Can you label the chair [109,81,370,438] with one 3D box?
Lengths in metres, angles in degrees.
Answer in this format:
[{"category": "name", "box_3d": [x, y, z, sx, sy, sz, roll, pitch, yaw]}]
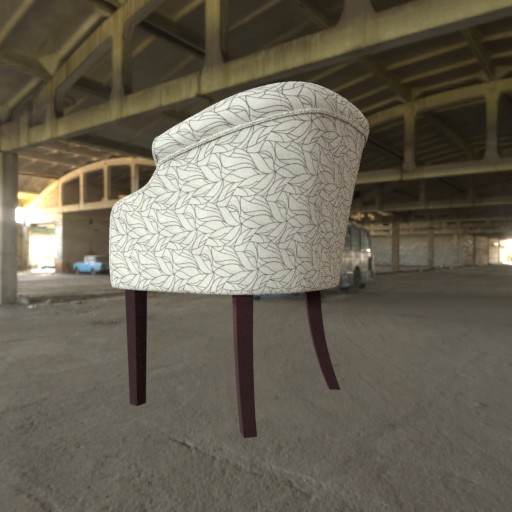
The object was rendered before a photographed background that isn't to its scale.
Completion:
[{"category": "chair", "box_3d": [0.000, 0.000, 1.335, 0.613, 0.858, 0.686, 0, 1, 37]}]
